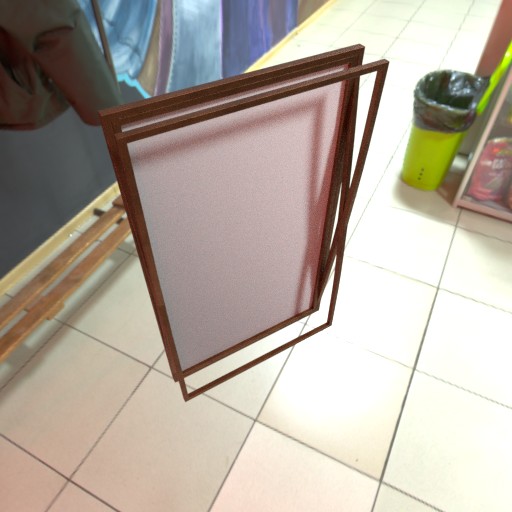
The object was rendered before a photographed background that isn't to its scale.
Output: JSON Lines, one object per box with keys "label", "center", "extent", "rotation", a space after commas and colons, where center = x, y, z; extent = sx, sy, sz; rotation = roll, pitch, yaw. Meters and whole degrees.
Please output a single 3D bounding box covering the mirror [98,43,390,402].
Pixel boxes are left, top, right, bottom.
{"label": "mirror", "center": [0.000, 0.000, 0.954], "extent": [0.468, 0.768, 0.082], "rotation": [-23, 51, -20]}
